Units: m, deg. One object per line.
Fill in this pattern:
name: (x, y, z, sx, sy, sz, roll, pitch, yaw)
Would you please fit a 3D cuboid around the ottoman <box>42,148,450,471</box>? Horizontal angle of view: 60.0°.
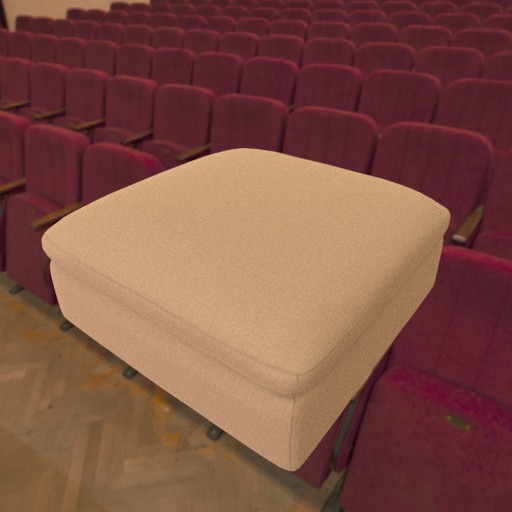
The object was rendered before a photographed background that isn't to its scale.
ottoman: (0.000, 0.000, 1.484, 0.977, 0.467, 0.996, 22, 39, 31)
